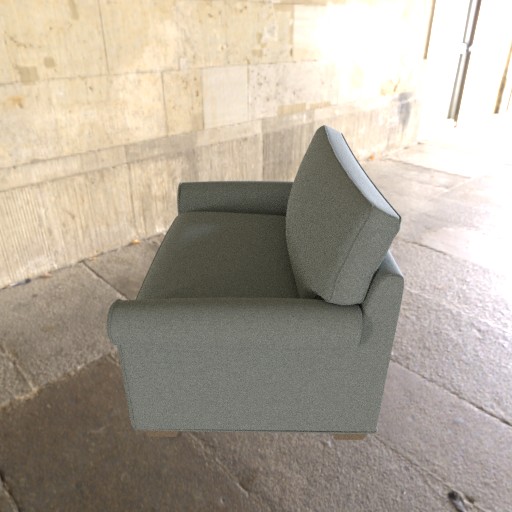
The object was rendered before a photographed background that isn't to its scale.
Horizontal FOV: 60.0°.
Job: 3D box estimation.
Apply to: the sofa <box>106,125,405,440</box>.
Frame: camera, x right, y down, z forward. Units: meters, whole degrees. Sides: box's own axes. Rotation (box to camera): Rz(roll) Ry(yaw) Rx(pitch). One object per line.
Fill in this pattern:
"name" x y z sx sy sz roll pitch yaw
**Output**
"sofa" 0.000 0.000 2.032 0.940 0.953 1.410 1 27 1
